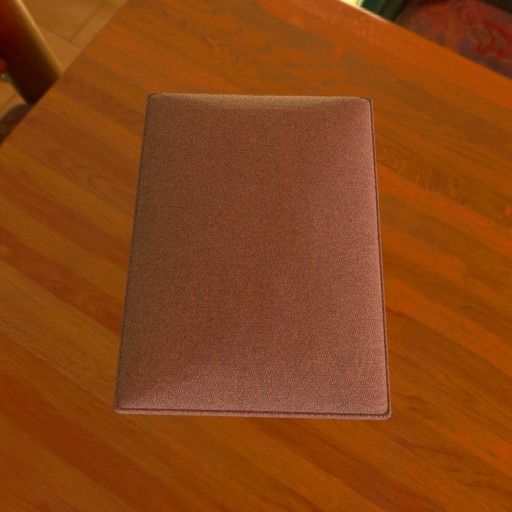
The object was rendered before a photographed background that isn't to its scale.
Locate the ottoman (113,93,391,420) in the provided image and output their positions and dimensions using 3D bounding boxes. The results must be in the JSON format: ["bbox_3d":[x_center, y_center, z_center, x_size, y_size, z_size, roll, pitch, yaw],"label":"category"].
[{"bbox_3d":[0.000,0.000,1.165,0.583,0.464,0.785,1,73,0],"label":"ottoman"}]
